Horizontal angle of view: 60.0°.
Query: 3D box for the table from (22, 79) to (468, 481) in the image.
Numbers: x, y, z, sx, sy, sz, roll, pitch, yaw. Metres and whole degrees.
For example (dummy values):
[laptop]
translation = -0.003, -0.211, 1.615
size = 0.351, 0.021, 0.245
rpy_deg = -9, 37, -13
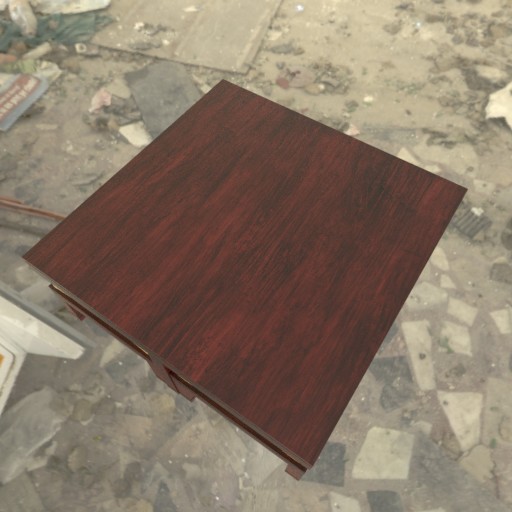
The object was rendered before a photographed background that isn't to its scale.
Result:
[table]
translation = 0.000, 0.000, 1.346
size = 0.865, 0.356, 0.865
rpy_deg = 30, 63, 17
